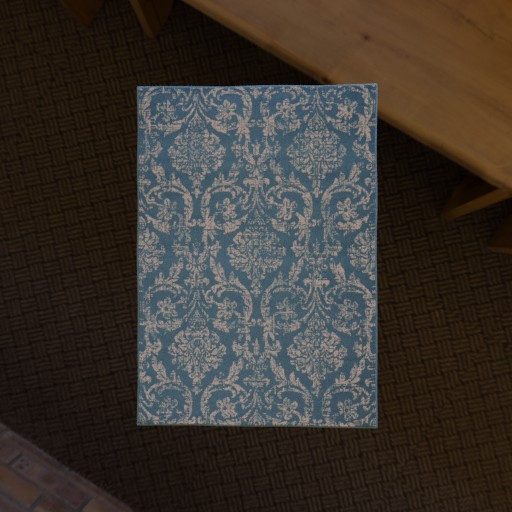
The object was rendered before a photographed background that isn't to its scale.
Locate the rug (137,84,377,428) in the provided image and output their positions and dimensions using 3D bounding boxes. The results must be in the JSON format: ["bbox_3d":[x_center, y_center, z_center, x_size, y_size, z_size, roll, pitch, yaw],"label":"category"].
[{"bbox_3d":[0.000,0.000,2.862,1.554,0.012,2.205,0,90,2],"label":"rug"}]
